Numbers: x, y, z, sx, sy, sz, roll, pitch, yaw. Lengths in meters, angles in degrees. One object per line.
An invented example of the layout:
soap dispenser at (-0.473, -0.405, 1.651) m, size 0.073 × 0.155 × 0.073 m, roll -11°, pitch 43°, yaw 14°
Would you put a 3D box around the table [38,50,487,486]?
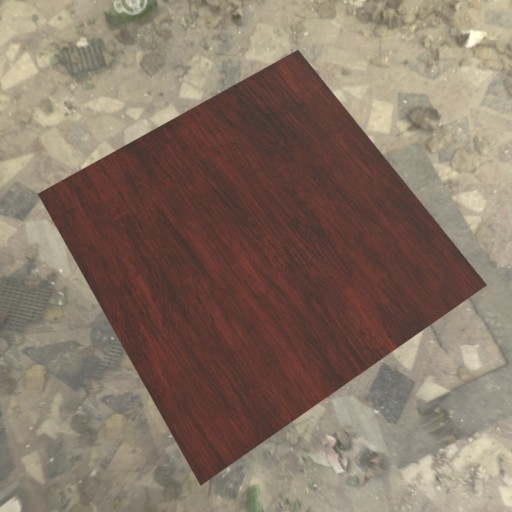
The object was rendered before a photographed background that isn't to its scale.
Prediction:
table at (0.000, 0.000, 1.351) m, size 0.865 × 0.356 × 0.865 m, roll -32°, pitch 77°, yaw -8°
